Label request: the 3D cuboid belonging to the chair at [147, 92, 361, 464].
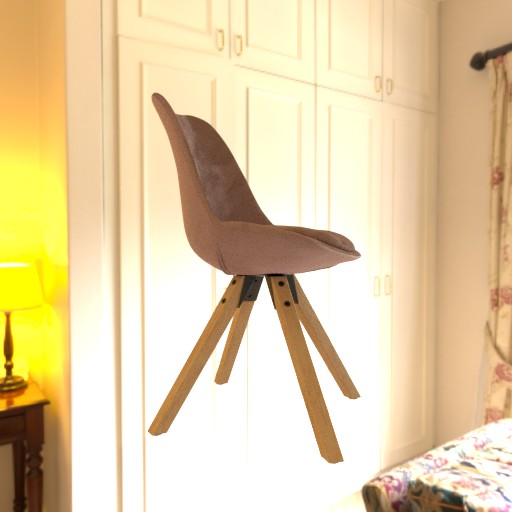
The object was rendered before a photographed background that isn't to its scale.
[{"bbox_3d":[0.000,0.000,1.191,0.550,0.850,0.485,1,2,18],"label":"chair"}]
